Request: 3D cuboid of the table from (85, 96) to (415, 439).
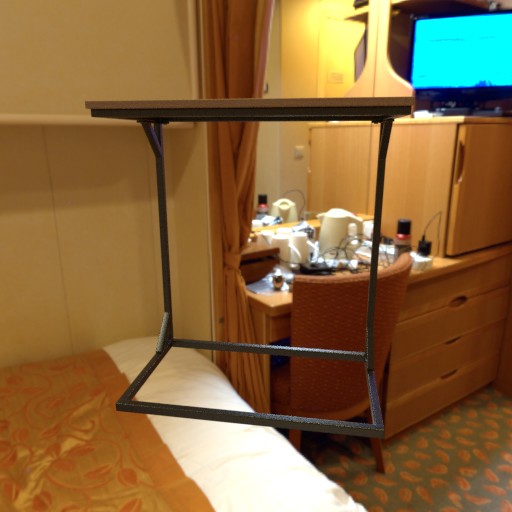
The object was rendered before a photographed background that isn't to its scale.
[{"bbox_3d":[0.000,0.000,1.043,0.597,0.673,0.351,2,15,9],"label":"table"}]
